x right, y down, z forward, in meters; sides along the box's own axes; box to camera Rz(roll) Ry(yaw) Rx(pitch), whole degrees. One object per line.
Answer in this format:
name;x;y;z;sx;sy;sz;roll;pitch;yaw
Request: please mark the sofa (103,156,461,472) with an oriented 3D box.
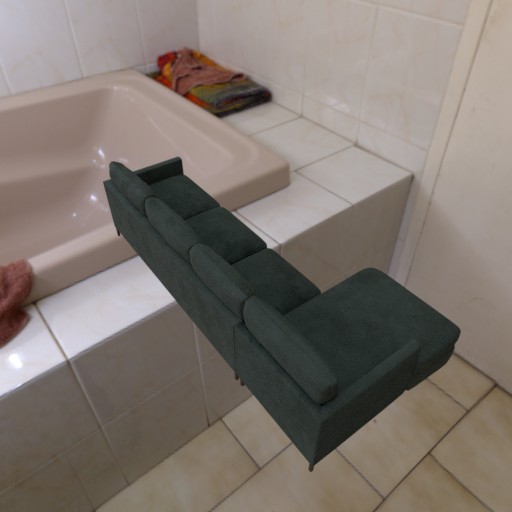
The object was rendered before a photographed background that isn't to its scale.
sofa;0.000;0.000;4.123;1.500;0.967;3.400;-26;48;-27
